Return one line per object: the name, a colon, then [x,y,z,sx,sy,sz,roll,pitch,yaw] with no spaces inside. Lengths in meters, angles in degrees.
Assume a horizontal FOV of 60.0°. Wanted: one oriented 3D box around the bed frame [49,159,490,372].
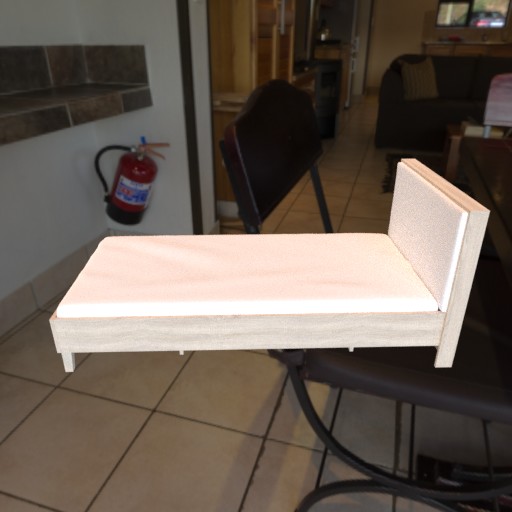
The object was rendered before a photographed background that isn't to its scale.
bed frame: [0.000,0.000,2.672,2.140,0.920,0.990,-1,26,-2]
